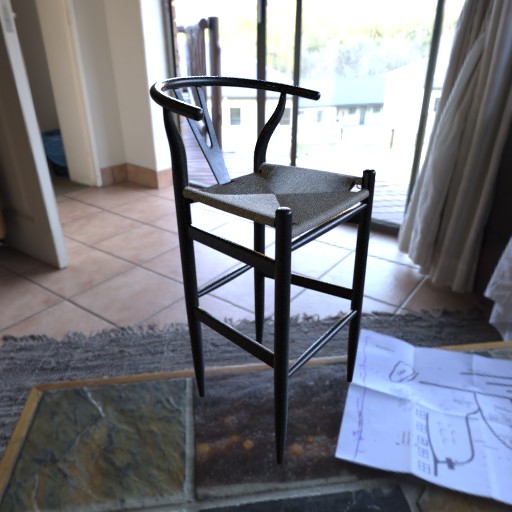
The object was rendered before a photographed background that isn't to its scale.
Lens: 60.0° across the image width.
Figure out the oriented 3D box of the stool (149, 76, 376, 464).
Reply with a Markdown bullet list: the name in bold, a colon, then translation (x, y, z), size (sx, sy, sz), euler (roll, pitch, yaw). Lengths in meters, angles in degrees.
- **stool**: translation (0.000, 0.000, 1.455), size (0.579, 1.072, 0.569), euler (18, 31, 34)
